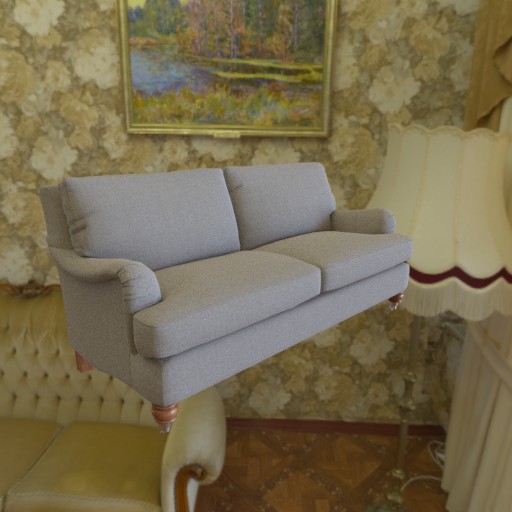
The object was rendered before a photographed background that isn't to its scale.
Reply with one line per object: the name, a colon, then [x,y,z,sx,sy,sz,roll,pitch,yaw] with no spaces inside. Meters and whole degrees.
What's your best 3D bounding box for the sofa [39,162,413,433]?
sofa: [0.000,0.000,2.724,1.087,1.054,2.160,14,21,43]
